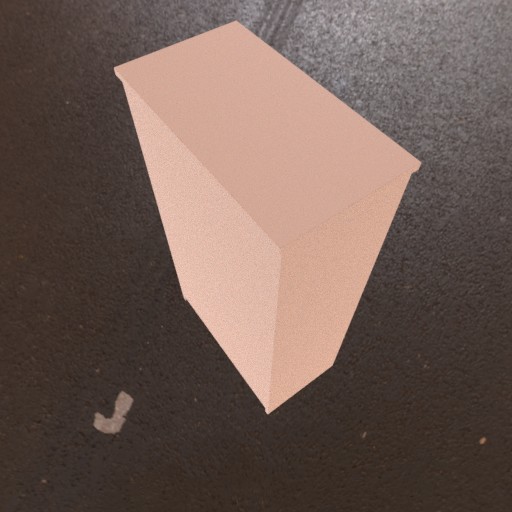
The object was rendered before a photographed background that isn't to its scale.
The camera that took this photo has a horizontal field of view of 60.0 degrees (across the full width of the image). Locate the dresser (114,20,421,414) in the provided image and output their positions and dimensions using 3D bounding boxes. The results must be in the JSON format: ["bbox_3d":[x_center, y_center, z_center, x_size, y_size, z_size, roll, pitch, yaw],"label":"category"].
[{"bbox_3d":[0.000,0.000,1.575,0.399,1.255,0.704,-31,62,-19],"label":"dresser"}]
